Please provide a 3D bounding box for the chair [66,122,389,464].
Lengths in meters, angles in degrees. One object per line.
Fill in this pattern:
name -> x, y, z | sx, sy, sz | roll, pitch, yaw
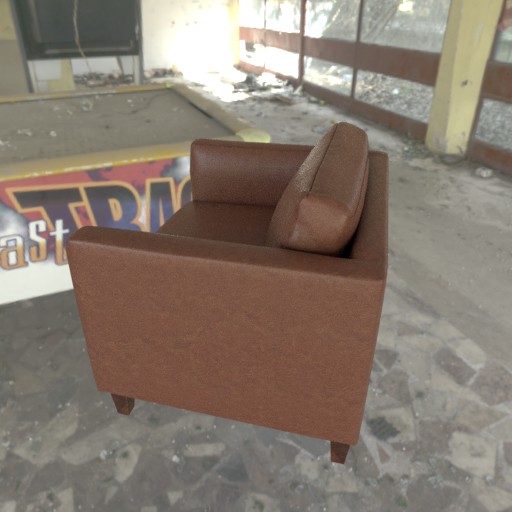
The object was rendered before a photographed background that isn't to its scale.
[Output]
chair -> 0.000, 0.000, 1.773 | 0.959, 0.917, 1.107 | 7, 31, 13
